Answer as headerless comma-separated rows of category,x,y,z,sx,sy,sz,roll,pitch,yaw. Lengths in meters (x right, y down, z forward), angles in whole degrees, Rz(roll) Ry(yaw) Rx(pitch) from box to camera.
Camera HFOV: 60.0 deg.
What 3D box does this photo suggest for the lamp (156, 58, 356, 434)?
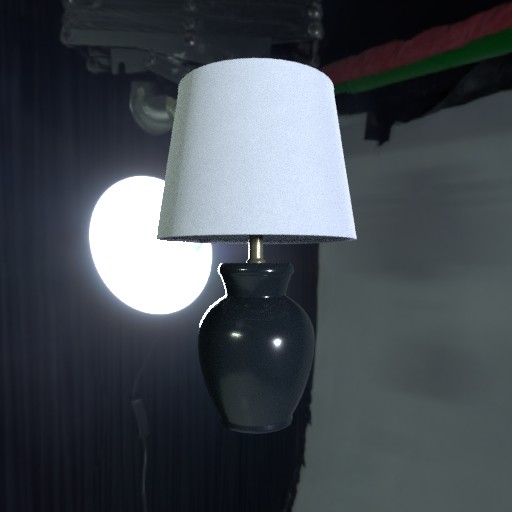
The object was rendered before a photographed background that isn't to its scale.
lamp,0.000,0.000,0.541,0.239,0.399,0.239,0,-1,0
